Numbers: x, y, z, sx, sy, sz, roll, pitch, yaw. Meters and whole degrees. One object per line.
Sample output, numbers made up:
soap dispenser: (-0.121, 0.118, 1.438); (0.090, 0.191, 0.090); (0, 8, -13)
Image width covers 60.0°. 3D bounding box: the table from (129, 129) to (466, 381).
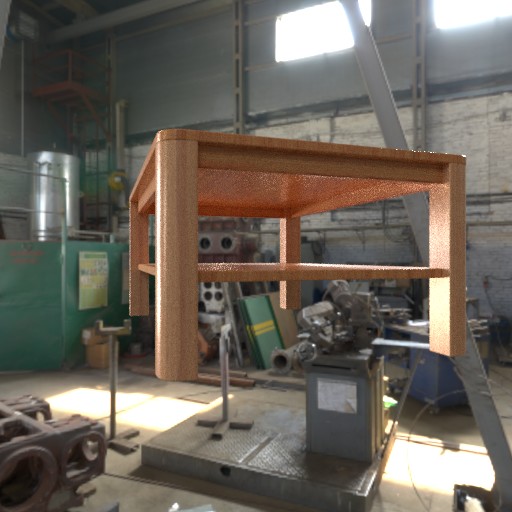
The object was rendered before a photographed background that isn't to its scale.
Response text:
table: (0.000, 0.000, 1.350); (0.696, 0.445, 0.997); (0, 0, -19)
